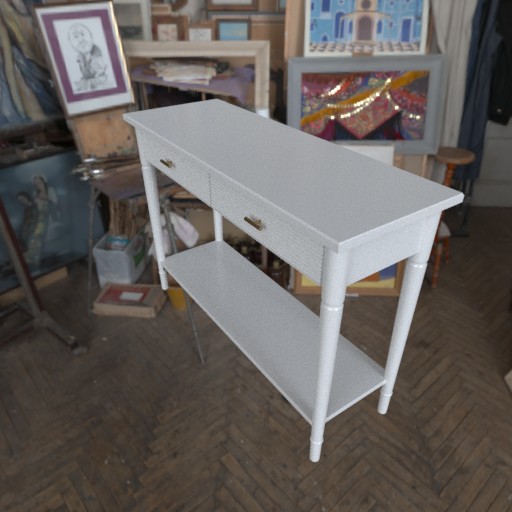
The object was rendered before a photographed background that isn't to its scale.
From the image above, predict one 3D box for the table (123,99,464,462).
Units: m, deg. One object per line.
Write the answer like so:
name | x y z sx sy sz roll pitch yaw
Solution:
table | 0.000 0.000 1.457 0.381 0.749 1.067 -21 38 -29
